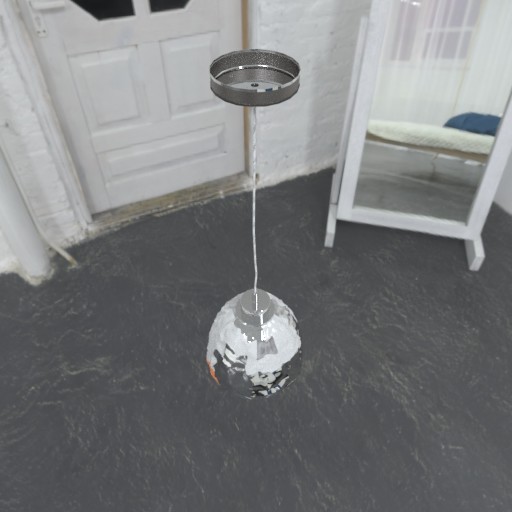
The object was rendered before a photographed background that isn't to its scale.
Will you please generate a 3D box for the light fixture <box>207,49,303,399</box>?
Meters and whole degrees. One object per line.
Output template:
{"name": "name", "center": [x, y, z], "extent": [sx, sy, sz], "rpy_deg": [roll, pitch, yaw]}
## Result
{"name": "light fixture", "center": [0.000, 0.000, 1.766], "extent": [0.496, 1.511, 0.500], "rpy_deg": [32, 55, 26]}
